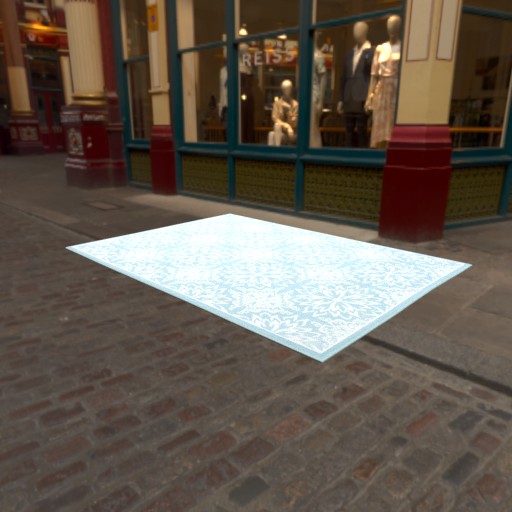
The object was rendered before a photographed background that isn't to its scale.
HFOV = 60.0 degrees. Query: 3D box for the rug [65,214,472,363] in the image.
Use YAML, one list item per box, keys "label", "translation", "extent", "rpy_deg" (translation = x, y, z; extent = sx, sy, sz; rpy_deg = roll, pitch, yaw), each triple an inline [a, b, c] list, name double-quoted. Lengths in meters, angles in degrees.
- label: "rug"
  translation: [0.000, 0.000, 2.936]
  extent: [2.205, 0.014, 1.589]
  rpy_deg: [16, 23, 41]
